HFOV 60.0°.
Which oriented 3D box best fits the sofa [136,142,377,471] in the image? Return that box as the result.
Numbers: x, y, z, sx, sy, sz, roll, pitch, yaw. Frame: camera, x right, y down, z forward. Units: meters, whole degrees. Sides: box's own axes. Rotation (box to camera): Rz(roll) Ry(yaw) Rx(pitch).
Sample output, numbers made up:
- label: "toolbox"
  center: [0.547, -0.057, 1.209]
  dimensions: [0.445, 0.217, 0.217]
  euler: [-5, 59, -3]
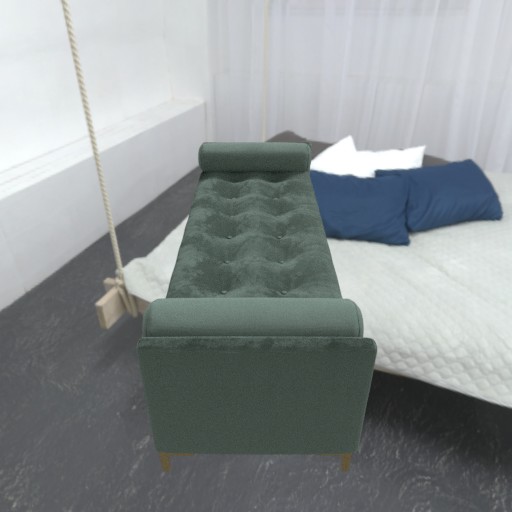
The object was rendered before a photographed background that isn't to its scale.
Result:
- label: "sofa"
  center: [0.000, 0.000, 2.430]
  dimensions: [0.796, 0.705, 2.102]
  euler: [0, 32, 0]
